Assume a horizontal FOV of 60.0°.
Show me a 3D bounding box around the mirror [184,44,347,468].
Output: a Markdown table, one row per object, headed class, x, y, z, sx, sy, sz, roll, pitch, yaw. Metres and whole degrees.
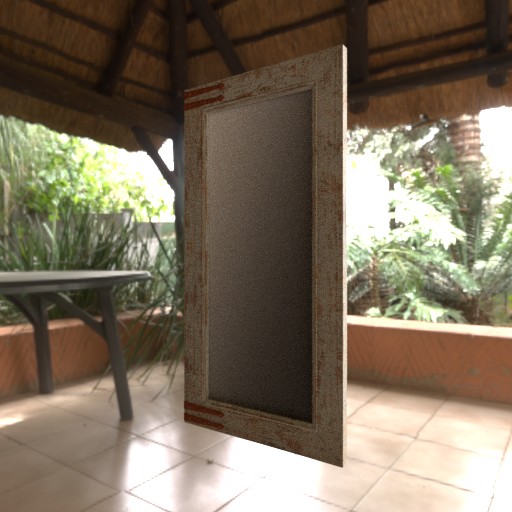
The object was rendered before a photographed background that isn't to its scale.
| class | x | y | z | sx | sy | sz | roll | pitch | yaw |
| --- | --- | --- | --- | --- | --- | --- | --- | --- | --- |
| mirror | 0.000 | 0.000 | 1.106 | 0.472 | 0.922 | 0.027 | 0 | 0 | 35 |
